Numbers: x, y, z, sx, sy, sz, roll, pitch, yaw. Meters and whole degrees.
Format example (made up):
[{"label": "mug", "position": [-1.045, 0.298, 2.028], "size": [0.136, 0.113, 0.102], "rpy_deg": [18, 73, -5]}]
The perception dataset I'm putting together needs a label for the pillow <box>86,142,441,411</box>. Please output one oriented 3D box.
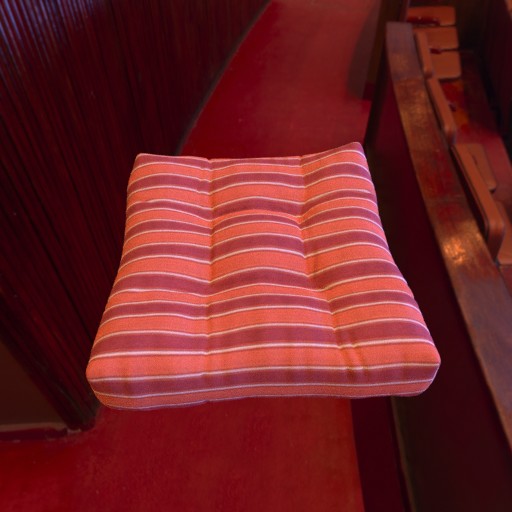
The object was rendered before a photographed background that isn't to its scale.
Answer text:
[{"label": "pillow", "position": [0.000, 0.000, 0.737], "size": [0.468, 0.133, 0.490], "rpy_deg": [-2, 47, -2]}]
